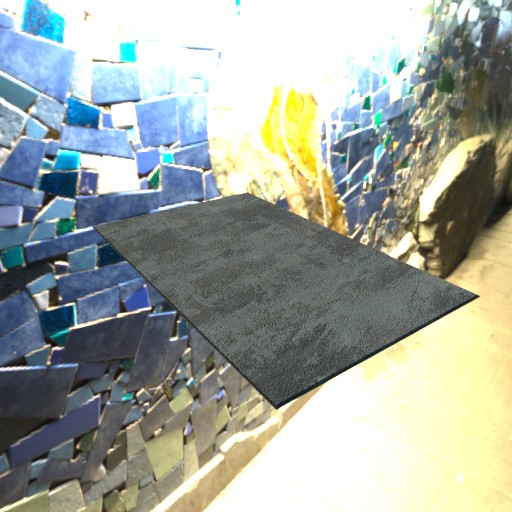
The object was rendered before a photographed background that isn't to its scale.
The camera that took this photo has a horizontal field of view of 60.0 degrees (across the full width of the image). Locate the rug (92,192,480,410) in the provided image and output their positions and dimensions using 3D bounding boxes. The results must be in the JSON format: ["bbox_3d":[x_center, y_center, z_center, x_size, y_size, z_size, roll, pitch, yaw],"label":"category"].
[{"bbox_3d":[0.000,0.000,3.116,1.536,0.012,2.431,-18,31,-32],"label":"rug"}]
